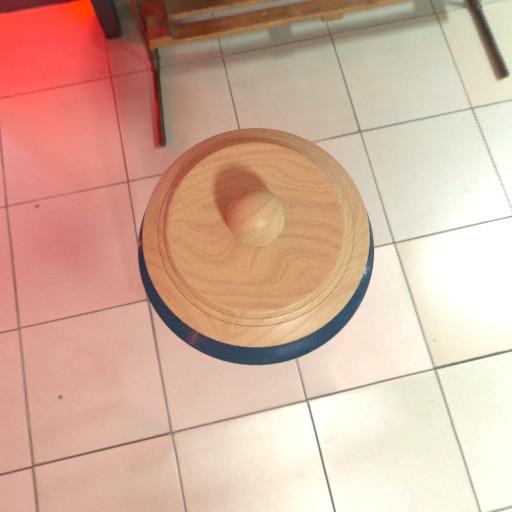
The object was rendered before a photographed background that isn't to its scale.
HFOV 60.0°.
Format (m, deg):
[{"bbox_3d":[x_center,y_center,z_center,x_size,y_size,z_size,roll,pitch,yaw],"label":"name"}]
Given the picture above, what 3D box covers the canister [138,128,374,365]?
[{"bbox_3d":[0.000,0.000,0.271,0.130,0.176,0.130,0,77,0],"label":"canister"}]
